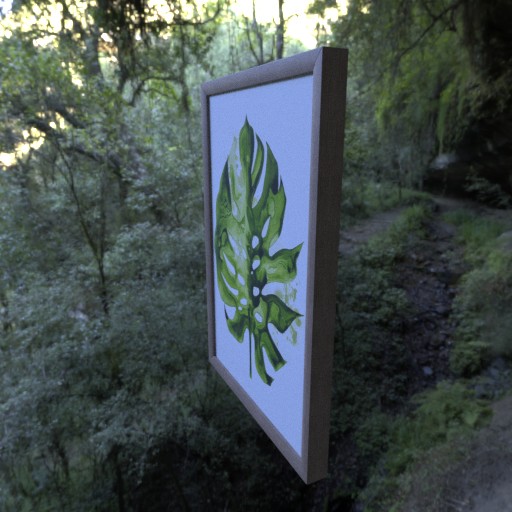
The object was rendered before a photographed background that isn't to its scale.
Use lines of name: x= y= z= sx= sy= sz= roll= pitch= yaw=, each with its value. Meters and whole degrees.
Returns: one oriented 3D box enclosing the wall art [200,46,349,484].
wall art: x=0.000 y=0.000 z=0.653 sx=0.031 sy=0.509 sz=0.356 roll=-7 pitch=17 yaw=-25
